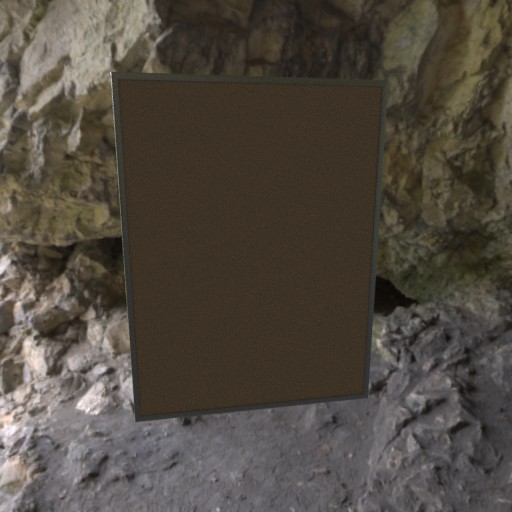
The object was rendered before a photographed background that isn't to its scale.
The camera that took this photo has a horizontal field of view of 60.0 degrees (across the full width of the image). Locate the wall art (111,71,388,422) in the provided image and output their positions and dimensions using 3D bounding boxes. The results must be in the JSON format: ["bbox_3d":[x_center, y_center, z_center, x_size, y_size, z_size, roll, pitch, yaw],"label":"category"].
[{"bbox_3d":[0.000,0.000,1.404,0.803,1.062,0.041,-2,13,-10],"label":"wall art"}]
